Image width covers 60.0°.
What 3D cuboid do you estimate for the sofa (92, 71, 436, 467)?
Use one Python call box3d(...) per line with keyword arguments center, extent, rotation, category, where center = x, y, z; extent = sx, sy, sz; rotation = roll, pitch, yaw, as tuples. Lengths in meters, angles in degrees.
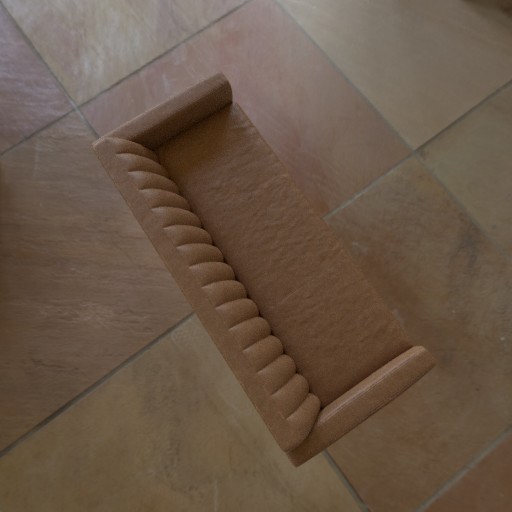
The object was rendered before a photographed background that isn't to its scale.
box3d(center=(0.000, 0.000, 2.813), extent=(0.990, 0.821, 2.291), rotation=(-33, 78, -8), category="sofa")
